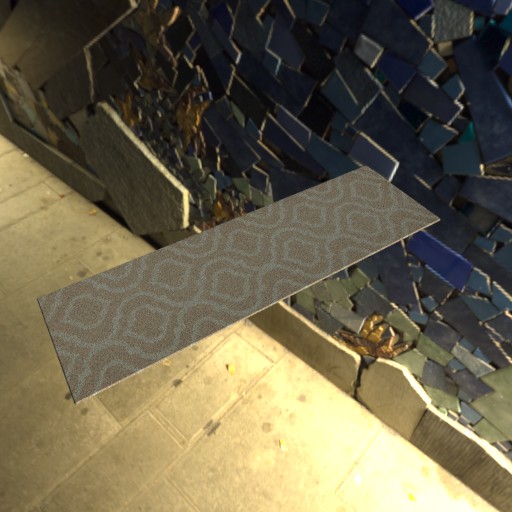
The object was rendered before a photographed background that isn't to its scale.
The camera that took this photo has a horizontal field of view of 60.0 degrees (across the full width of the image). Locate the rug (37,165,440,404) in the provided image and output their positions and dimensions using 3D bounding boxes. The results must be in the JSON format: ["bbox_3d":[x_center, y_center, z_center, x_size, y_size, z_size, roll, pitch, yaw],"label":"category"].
[{"bbox_3d":[0.000,0.000,2.551,2.289,0.013,0.691,-24,51,-22],"label":"rug"}]
